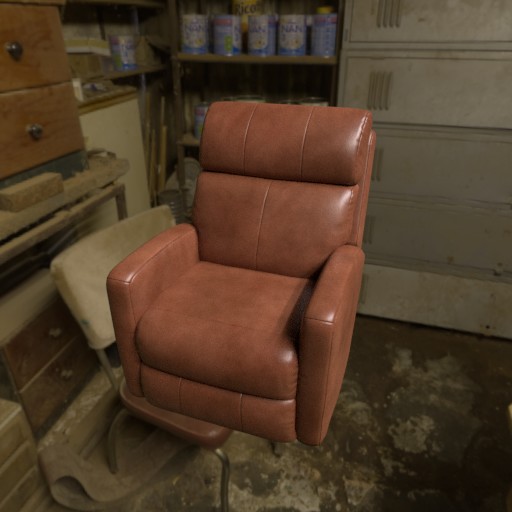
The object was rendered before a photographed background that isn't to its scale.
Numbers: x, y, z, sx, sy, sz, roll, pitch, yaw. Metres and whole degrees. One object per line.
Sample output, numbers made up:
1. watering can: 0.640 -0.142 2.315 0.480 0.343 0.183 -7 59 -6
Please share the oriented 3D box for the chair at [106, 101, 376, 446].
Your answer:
1. chair: 0.000 0.000 1.711 0.787 1.016 0.939 9 29 17
